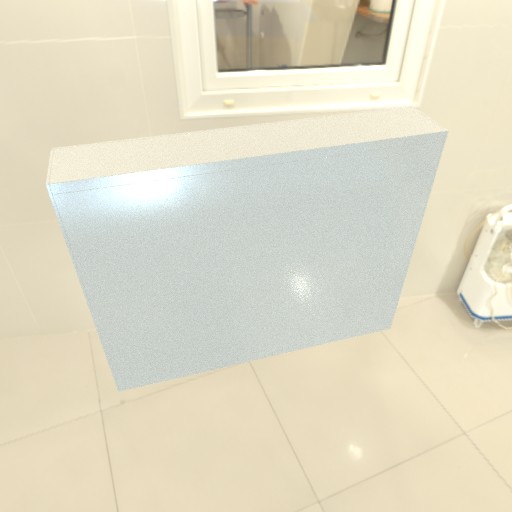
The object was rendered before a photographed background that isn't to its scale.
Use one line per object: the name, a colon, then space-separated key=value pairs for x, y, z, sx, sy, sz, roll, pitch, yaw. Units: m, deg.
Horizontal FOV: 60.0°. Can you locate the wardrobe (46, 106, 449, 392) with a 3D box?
wardrobe: x=0.000 y=0.000 z=4.157 sx=3.000 sy=2.360 sz=0.580 roll=-10 pitch=41 yaw=-12
